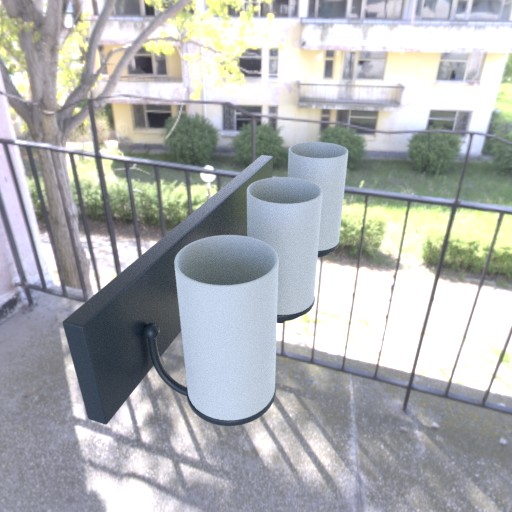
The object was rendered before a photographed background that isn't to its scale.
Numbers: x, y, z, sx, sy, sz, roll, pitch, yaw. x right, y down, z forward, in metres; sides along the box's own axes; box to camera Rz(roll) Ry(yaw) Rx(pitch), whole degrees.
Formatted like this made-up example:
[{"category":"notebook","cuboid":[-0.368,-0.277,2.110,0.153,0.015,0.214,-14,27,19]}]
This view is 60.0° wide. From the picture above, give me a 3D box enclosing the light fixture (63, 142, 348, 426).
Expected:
[{"category":"light fixture","cuboid":[0.000,0.000,0.516,0.145,0.172,0.451,10,31,17]}]
